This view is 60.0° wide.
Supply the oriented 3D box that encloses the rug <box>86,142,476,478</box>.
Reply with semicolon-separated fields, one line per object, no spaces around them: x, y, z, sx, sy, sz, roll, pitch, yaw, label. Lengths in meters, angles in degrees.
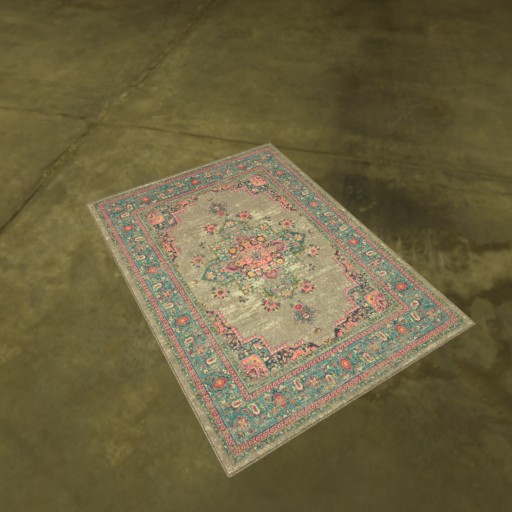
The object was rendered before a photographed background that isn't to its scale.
0.000;0.000;2.899;1.609;0.013;2.214;-23;51;-21;rug
